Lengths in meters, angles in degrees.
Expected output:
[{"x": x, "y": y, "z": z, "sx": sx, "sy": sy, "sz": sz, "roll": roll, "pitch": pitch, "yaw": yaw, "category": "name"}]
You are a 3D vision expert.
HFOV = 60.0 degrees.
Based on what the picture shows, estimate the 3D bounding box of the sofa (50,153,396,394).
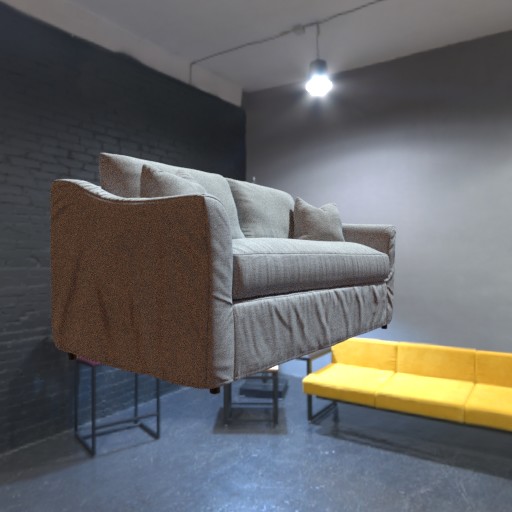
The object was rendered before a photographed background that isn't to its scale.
[{"x": 0.000, "y": 0.000, "z": 2.653, "sx": 1.072, "sy": 1.018, "sz": 2.010, "roll": 0, "pitch": 0, "yaw": 36, "category": "sofa"}]
